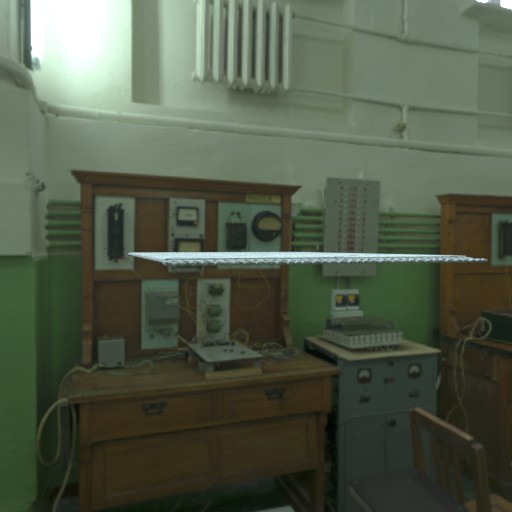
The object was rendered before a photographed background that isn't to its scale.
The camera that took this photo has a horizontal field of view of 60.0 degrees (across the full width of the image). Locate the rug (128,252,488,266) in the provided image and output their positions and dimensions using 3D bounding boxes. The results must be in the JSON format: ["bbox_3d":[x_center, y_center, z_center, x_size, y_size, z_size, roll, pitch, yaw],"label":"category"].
[{"bbox_3d":[0.000,0.000,2.916,1.494,0.031,2.307,0,1,-20],"label":"rug"}]
